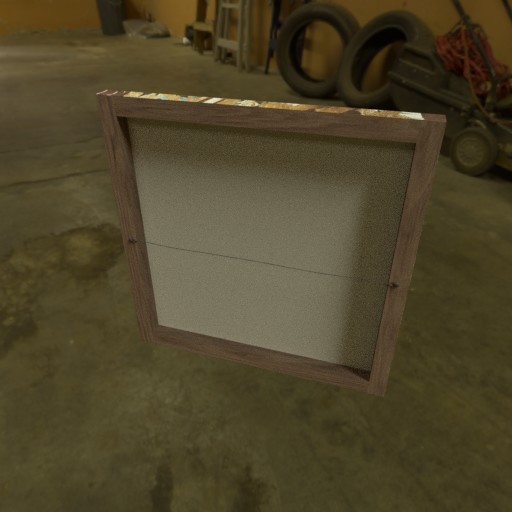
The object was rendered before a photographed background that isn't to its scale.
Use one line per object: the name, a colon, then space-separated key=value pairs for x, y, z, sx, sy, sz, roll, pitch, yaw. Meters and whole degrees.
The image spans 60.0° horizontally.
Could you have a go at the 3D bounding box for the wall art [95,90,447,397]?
wall art: x=0.000 y=0.000 z=0.919 sx=0.609 sy=0.613 sz=0.041 roll=9 pitch=34 yaw=14
